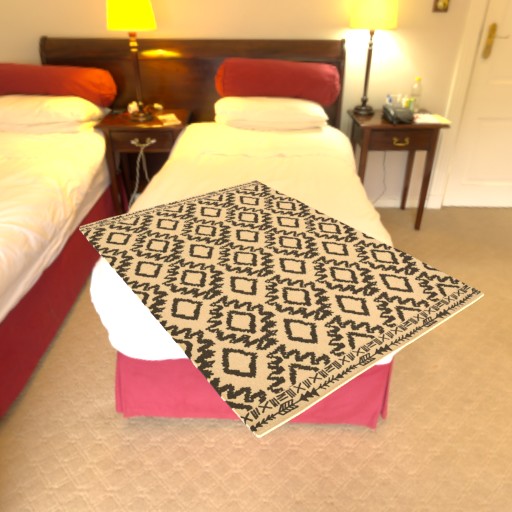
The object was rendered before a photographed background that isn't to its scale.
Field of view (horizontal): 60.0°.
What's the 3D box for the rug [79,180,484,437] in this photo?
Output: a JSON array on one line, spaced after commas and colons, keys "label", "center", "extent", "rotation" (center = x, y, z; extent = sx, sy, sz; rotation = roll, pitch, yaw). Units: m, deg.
[{"label": "rug", "center": [0.000, 0.000, 4.349], "extent": [2.444, 0.036, 3.369], "rotation": [-20, 36, -31]}]
